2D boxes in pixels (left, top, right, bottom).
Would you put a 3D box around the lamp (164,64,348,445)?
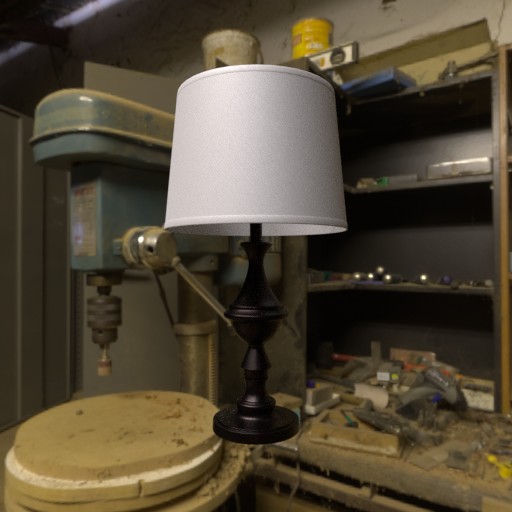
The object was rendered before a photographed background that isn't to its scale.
[{"bbox_3d":[0.000,0.000,0.945,0.383,0.726,0.383,0,-1,0],"label":"lamp"}]
